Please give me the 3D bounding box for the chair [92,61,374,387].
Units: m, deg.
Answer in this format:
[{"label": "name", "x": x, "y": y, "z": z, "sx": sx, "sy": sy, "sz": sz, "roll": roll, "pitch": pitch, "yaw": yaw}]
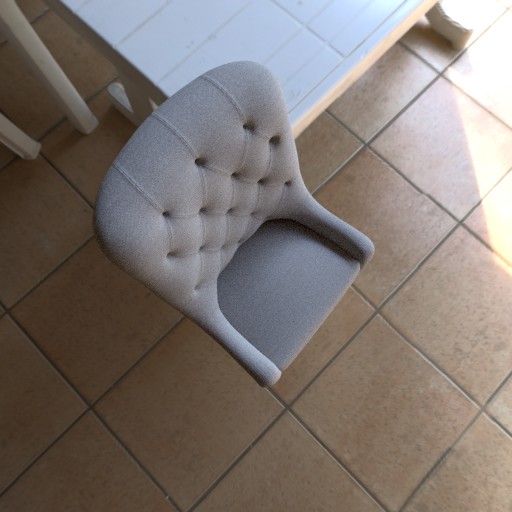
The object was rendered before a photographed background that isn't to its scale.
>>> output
[{"label": "chair", "x": 0.000, "y": 0.000, "z": 1.477, "sx": 0.629, "sy": 1.091, "sz": 0.634, "roll": 38, "pitch": 78, "yaw": 9}]
